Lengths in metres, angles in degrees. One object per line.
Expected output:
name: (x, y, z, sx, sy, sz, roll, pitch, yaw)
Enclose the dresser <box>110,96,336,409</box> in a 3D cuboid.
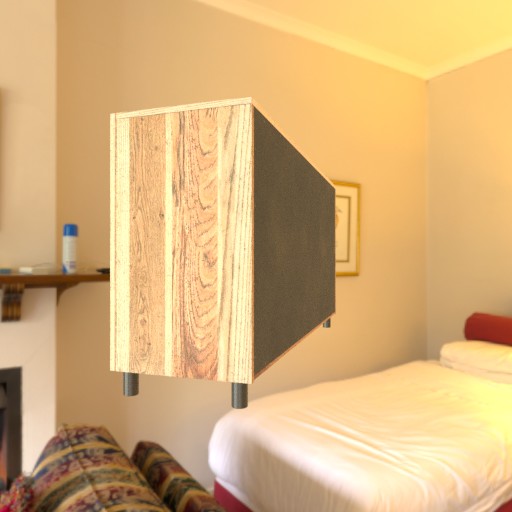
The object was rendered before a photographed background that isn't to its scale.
dresser: (0.000, 0.000, 1.978, 0.487, 0.834, 1.547, 0, 0, 18)
